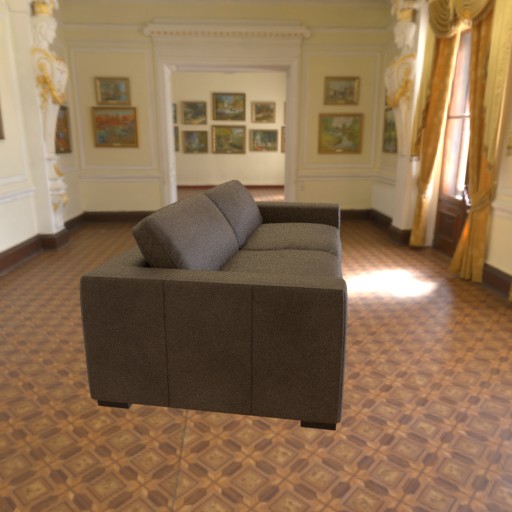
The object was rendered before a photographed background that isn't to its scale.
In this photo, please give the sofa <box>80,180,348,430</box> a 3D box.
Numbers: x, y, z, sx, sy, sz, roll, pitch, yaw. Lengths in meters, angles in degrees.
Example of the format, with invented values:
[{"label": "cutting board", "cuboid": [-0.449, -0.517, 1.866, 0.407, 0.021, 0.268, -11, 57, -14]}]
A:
[{"label": "sofa", "cuboid": [0.000, 0.000, 2.757, 1.070, 0.801, 2.262, 2, 15, 9]}]
